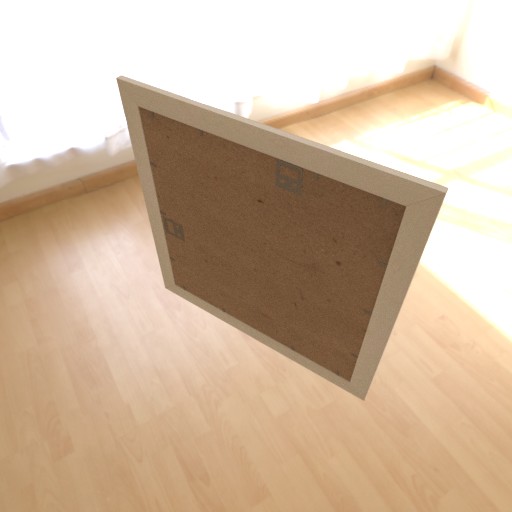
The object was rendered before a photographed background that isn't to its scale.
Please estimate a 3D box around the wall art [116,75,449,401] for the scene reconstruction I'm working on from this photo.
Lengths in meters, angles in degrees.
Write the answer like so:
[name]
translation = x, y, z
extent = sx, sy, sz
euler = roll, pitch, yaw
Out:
[wall art]
translation = 0.000, 0.000, 0.889
extent = 0.584, 0.584, 0.013
euler = 26, 52, 22
